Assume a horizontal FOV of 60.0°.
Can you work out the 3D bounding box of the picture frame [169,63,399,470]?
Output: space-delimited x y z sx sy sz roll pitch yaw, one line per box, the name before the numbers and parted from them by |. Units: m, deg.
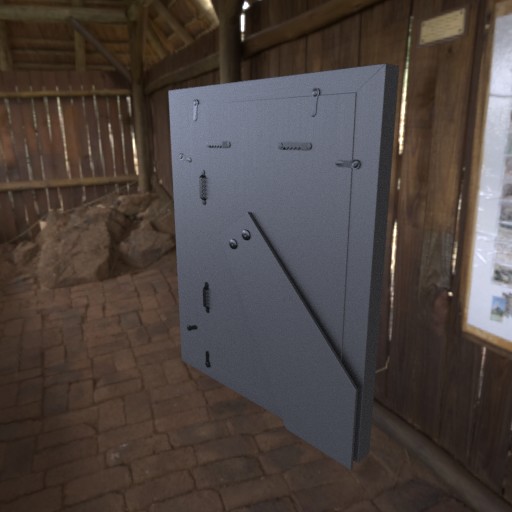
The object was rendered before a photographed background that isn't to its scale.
picture frame | 0.000 0.000 0.515 0.036 0.383 0.307 -15 21 -43
